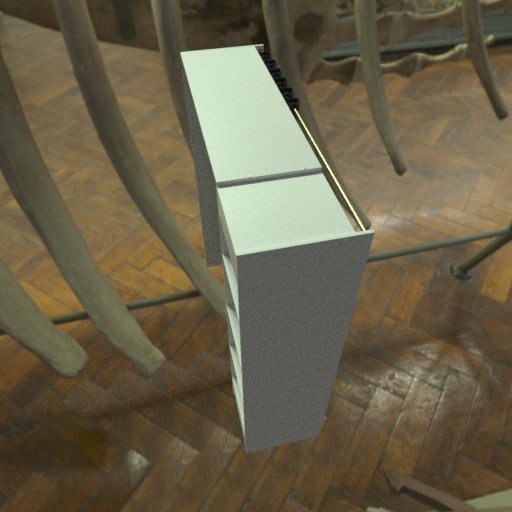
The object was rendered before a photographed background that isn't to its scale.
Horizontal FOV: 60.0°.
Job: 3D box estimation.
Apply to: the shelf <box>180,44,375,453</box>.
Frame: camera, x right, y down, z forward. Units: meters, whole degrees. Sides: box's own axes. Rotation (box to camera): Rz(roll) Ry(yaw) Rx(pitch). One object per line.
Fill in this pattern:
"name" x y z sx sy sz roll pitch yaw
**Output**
"shelf" 0.000 0.000 2.659 0.500 1.810 1.600 -10 48 -9
